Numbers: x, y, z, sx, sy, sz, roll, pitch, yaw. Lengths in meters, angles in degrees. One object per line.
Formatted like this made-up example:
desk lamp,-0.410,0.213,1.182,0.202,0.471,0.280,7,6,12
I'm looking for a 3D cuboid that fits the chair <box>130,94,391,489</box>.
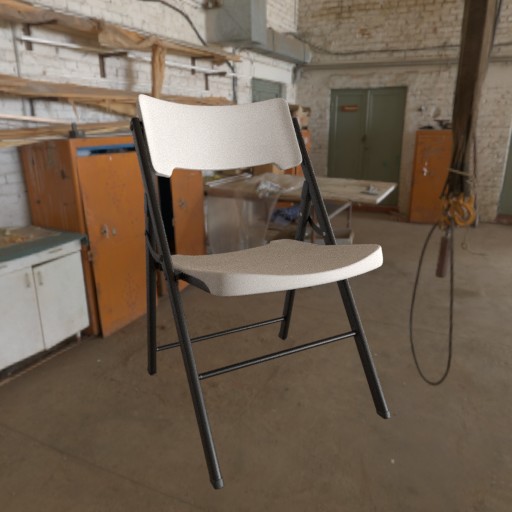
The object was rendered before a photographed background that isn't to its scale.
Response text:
chair,0.000,0.000,1.099,0.482,0.765,0.577,-9,19,-27
